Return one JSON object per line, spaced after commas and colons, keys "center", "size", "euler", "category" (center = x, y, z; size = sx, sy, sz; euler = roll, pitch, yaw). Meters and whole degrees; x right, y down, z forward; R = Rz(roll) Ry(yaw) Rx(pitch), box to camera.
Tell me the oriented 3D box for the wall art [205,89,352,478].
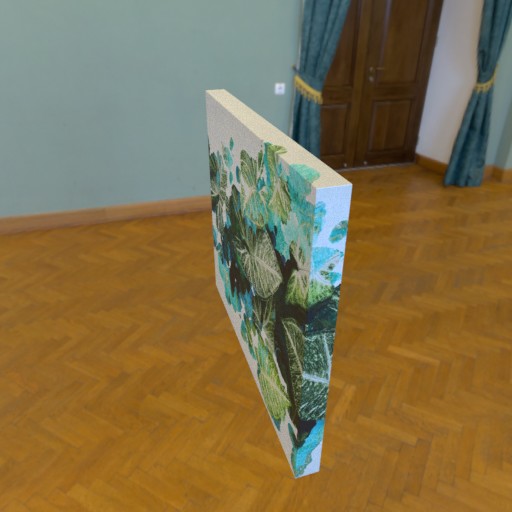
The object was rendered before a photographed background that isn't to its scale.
{"center": [0.000, 0.000, 0.728], "size": [0.041, 0.435, 0.507], "euler": [-9, 32, -15], "category": "wall art"}
